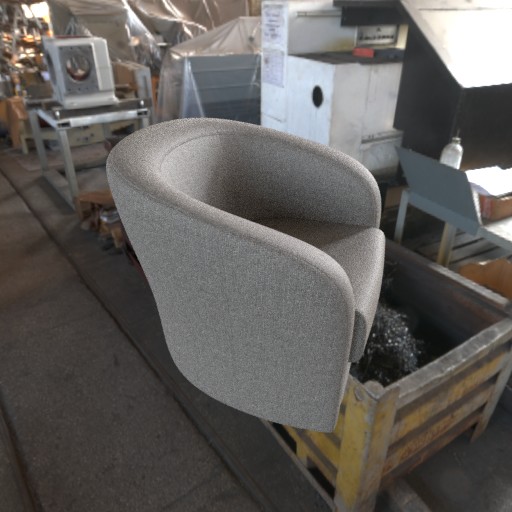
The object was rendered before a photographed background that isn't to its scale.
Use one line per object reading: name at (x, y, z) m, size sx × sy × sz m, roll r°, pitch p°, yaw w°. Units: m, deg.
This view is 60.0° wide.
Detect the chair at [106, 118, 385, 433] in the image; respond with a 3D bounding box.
chair at (0.000, 0.000, 1.467) m, size 0.815 × 0.771 × 0.791 m, roll 10°, pitch 32°, yaw 17°
